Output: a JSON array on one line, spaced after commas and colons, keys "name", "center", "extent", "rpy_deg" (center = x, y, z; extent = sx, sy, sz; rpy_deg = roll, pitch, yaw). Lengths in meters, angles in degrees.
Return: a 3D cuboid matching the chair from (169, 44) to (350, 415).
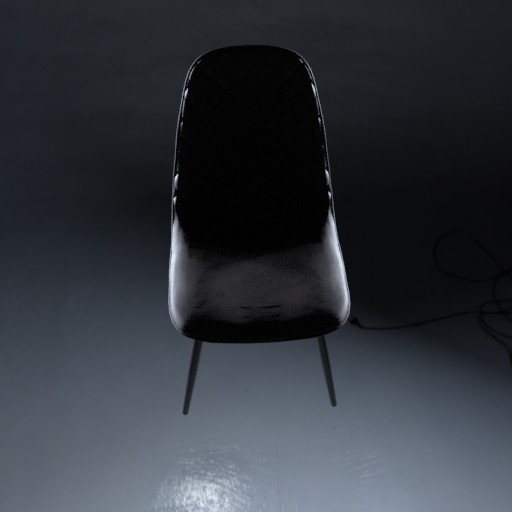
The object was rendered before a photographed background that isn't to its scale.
[{"name": "chair", "center": [0.000, 0.000, 1.187], "extent": [0.472, 0.889, 0.561], "rpy_deg": [-2, 46, -2]}]
